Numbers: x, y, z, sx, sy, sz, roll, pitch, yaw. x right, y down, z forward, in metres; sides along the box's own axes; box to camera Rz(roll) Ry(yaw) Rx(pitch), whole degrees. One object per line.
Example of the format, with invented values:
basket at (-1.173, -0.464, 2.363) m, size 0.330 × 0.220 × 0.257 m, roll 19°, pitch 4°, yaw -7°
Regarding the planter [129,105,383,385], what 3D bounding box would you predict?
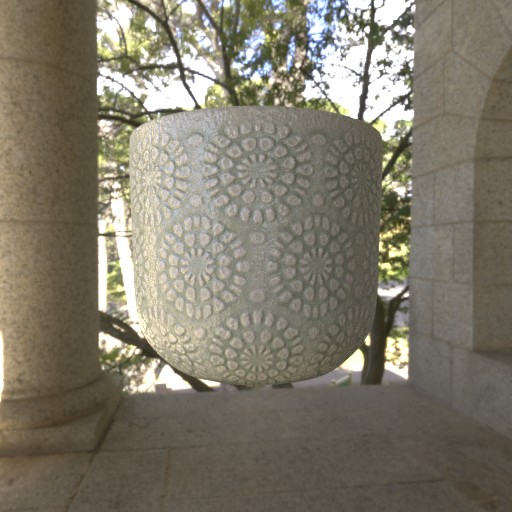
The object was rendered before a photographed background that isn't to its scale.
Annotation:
planter at (0.000, 0.000, 0.308) m, size 0.169 × 0.153 × 0.169 m, roll 0°, pitch 0°, yaw 0°
